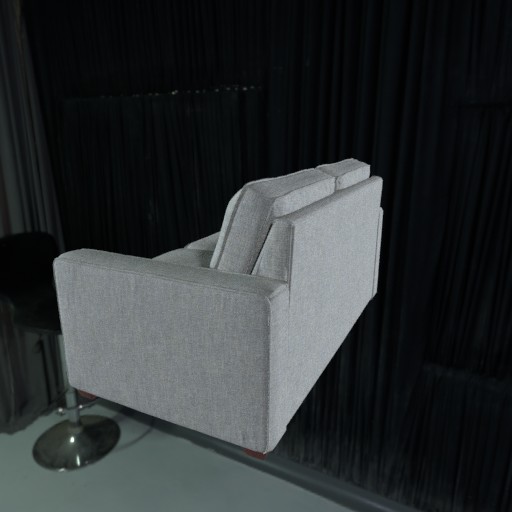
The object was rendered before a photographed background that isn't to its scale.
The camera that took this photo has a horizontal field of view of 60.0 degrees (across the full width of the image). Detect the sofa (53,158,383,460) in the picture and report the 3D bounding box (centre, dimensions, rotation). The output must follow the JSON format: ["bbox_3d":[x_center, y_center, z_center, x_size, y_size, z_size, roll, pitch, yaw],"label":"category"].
[{"bbox_3d":[0.000,0.000,2.249,0.945,0.915,1.706,8,18,25],"label":"sofa"}]
